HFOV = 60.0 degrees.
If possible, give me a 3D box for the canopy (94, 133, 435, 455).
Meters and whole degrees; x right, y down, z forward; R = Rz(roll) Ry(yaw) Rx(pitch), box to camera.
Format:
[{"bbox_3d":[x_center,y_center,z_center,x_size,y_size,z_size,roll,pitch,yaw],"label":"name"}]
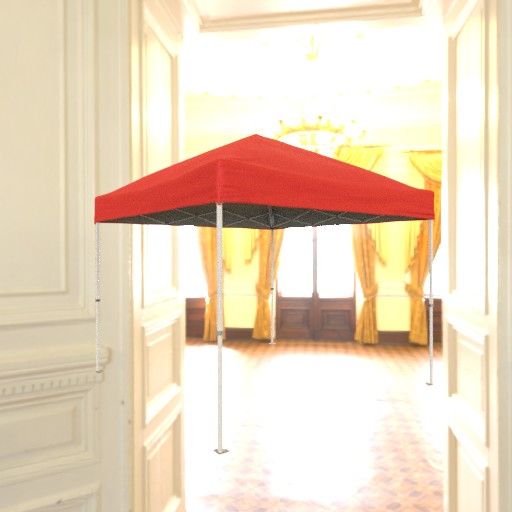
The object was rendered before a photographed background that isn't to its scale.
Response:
[{"bbox_3d":[0.000,0.000,5.441,2.998,2.997,2.996,0,1,-37],"label":"canopy"}]
